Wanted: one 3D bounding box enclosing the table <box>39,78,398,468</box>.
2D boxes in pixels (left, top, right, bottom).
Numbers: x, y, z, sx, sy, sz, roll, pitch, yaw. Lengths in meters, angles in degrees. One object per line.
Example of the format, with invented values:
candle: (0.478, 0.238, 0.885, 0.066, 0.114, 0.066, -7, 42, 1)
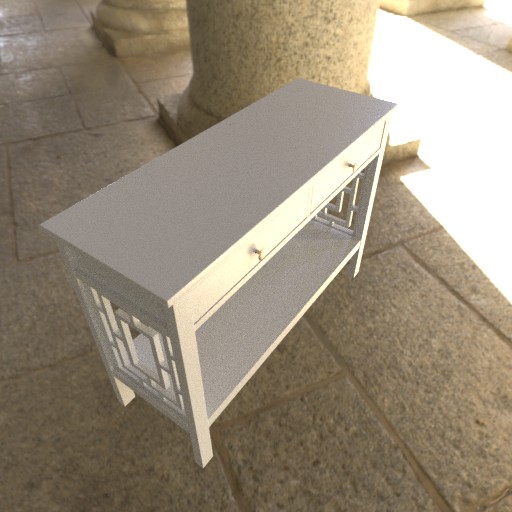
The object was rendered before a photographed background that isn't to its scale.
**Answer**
table: (0.000, 0.000, 1.453, 0.397, 0.753, 1.068, 26, 48, 26)
